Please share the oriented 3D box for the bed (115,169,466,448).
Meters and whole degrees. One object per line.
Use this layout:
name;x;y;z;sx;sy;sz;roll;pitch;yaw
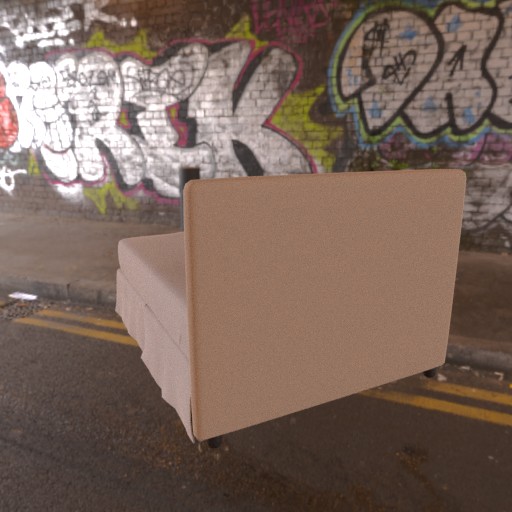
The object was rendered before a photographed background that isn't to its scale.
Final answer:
bed;0.000;0.000;3.249;1.748;1.330;2.142;-7;16;-26
